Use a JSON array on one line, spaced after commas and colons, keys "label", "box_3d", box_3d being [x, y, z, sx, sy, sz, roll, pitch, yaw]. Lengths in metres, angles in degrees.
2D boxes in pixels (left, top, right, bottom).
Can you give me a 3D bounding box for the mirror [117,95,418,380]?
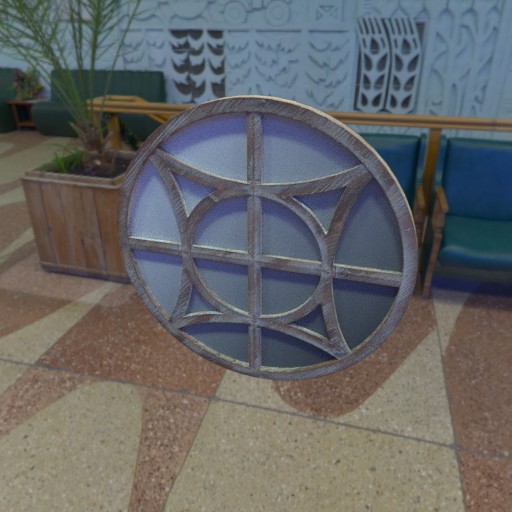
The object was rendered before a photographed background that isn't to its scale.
[{"label": "mirror", "box_3d": [0.000, 0.000, 1.038, 0.710, 0.710, 0.038, 8, 28, 15]}]
